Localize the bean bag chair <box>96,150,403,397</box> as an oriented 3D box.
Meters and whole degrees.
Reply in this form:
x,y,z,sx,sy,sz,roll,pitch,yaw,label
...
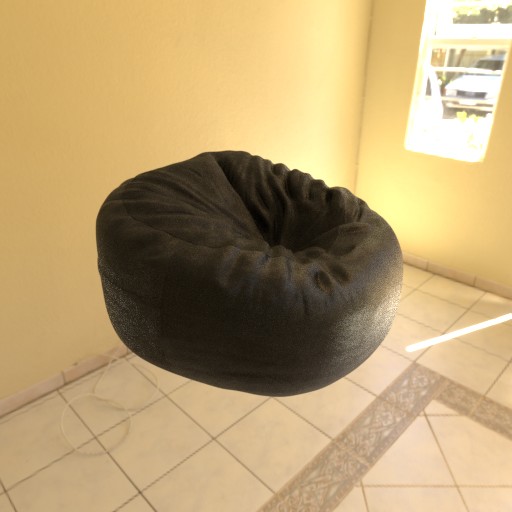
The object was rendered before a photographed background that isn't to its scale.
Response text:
x,y,z,sx,sy,sz,roll,pitch,yaw,label
0.000,0.000,2.401,1.524,0.878,1.524,18,31,32,bean bag chair
